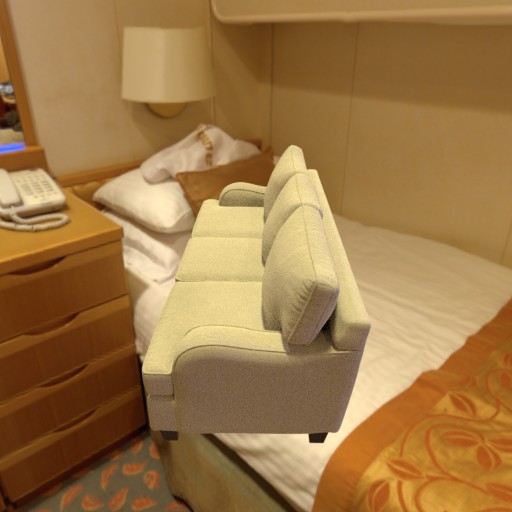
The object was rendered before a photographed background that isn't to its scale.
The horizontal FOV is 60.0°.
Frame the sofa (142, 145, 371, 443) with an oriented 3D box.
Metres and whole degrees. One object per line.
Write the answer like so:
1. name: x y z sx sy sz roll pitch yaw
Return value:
1. sofa: 0.000 0.000 2.985 1.016 0.991 2.323 1 27 1
